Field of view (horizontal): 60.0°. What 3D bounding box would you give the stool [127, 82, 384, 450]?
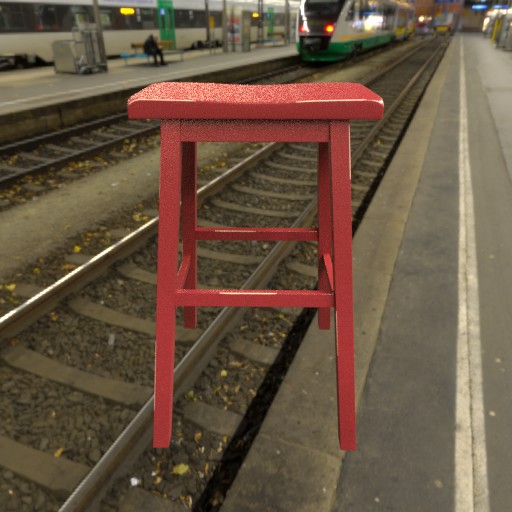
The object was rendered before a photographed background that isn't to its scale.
[{"bbox_3d":[0.000,0.000,1.038,0.457,0.737,0.476,0,28,1],"label":"stool"}]
